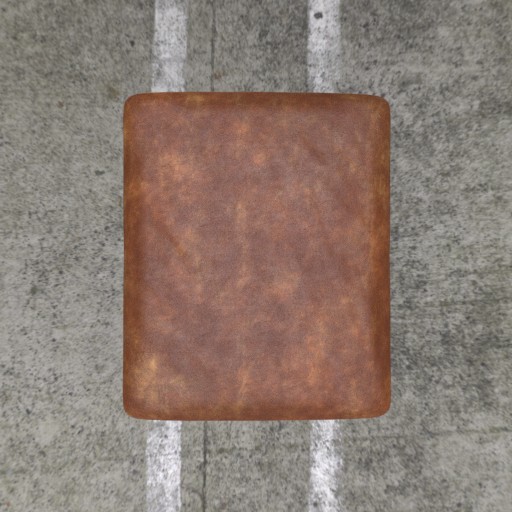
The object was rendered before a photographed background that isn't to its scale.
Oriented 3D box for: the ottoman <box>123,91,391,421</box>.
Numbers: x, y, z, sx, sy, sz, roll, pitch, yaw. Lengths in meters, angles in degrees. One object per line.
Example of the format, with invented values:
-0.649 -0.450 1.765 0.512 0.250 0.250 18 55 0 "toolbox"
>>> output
0.000 0.000 1.146 0.603 0.476 0.751 0 90 -1 "ottoman"
